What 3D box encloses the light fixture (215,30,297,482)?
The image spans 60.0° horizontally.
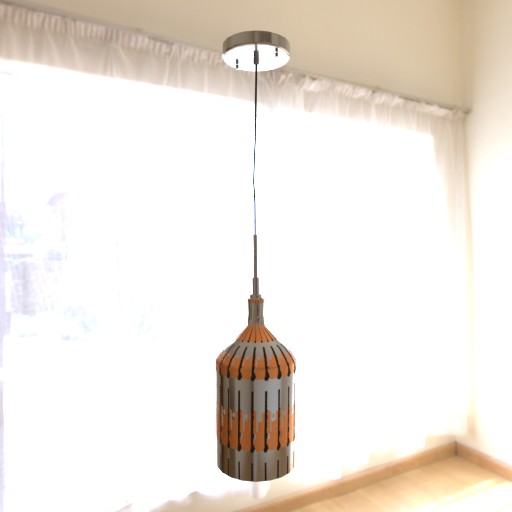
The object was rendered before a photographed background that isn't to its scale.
[{"bbox_3d":[0.000,0.000,1.645,0.303,1.535,0.303,0,1,0],"label":"light fixture"}]
